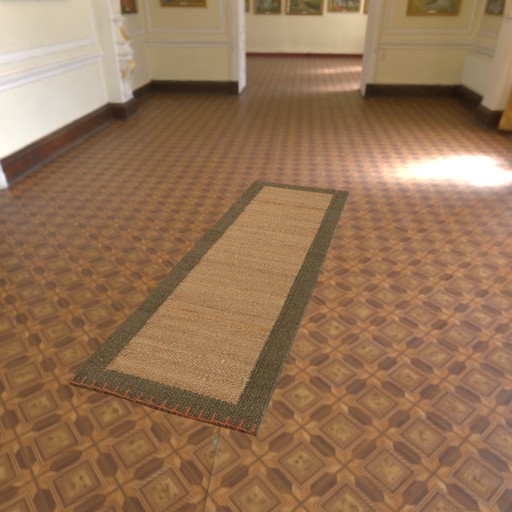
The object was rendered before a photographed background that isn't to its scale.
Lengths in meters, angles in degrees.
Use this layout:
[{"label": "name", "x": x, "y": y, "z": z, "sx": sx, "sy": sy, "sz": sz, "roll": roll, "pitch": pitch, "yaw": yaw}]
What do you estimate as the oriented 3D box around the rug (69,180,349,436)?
[{"label": "rug", "x": 0.000, "y": 0.000, "z": 2.661, "sx": 0.810, "sy": 0.016, "sz": 2.413, "roll": 10, "pitch": 32, "yaw": 16}]
